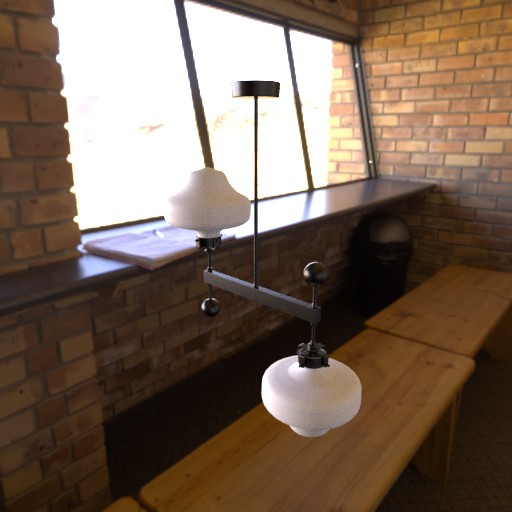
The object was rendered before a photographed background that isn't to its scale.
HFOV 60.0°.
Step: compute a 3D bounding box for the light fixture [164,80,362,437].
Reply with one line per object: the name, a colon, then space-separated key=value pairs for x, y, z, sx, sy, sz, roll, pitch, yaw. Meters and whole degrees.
light fixture: x=0.000 y=0.000 z=1.014 sx=0.489 sy=0.743 sz=0.422 roll=2 pitch=16 yaw=8
